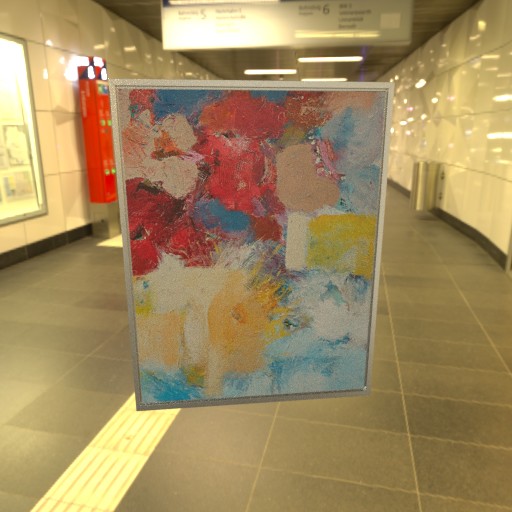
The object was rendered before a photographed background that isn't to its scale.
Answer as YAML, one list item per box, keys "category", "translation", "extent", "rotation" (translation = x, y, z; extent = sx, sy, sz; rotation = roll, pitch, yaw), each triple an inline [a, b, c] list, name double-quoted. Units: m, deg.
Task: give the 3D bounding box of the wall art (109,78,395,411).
- category: "wall art"
  translation: [0.000, 0.000, 0.772]
  extent: [0.444, 0.569, 0.025]
  rotation: [-2, 16, -6]
